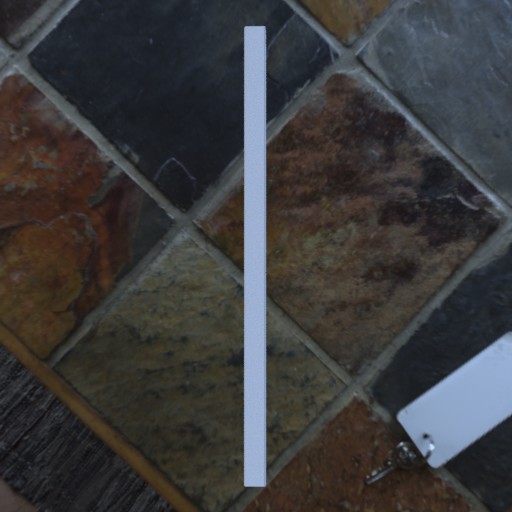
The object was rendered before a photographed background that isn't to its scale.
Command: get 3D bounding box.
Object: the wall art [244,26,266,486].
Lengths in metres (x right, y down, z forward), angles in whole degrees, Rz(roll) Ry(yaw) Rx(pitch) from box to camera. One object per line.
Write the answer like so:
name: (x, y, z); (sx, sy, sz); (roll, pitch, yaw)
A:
wall art: (0.000, 0.000, 0.866); (0.036, 0.256, 0.766); (0, 89, 1)
